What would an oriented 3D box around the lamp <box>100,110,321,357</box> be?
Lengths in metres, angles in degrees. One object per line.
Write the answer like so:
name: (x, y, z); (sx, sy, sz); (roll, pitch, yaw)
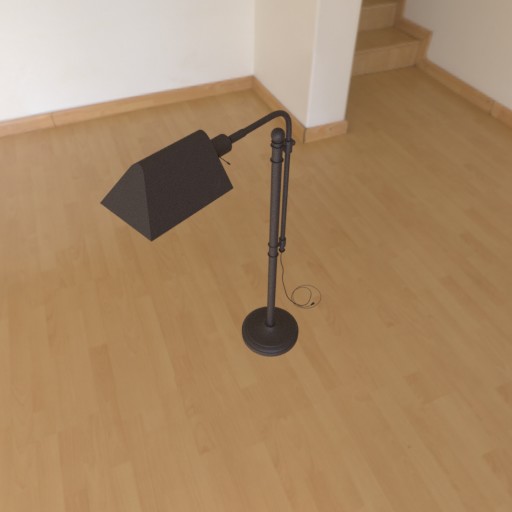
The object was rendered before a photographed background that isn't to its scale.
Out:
lamp: (0.000, 0.000, 0.960); (0.159, 0.708, 0.545); (33, 55, 28)
